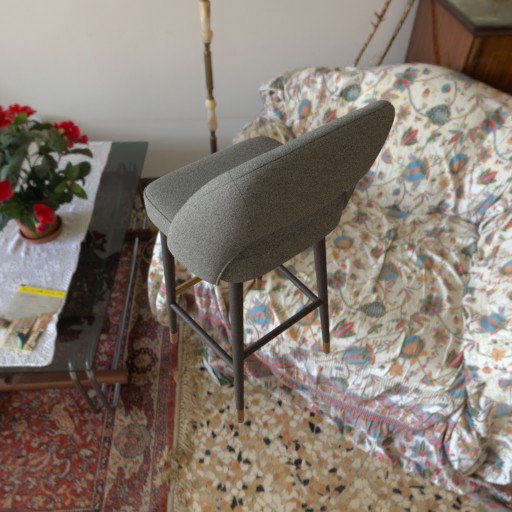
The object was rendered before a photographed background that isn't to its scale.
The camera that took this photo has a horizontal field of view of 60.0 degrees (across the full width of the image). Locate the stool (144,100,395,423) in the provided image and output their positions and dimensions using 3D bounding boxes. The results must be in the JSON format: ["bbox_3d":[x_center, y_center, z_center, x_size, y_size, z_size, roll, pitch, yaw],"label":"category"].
[{"bbox_3d":[0.000,0.000,1.347,0.536,1.089,0.524,-31,54,-26],"label":"stool"}]
